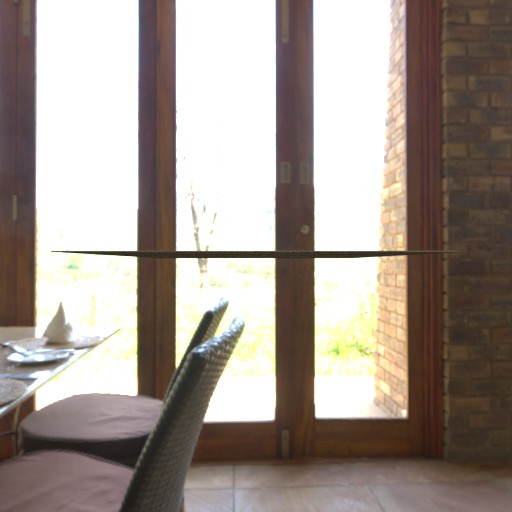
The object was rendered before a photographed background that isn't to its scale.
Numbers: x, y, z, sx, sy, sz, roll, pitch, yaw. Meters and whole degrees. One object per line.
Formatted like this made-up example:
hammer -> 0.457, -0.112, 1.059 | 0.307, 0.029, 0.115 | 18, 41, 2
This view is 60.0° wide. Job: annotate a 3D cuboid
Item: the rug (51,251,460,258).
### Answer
rug -> 0.000, 0.000, 4.115 | 2.440, 0.008, 3.036 | 0, -1, 0
